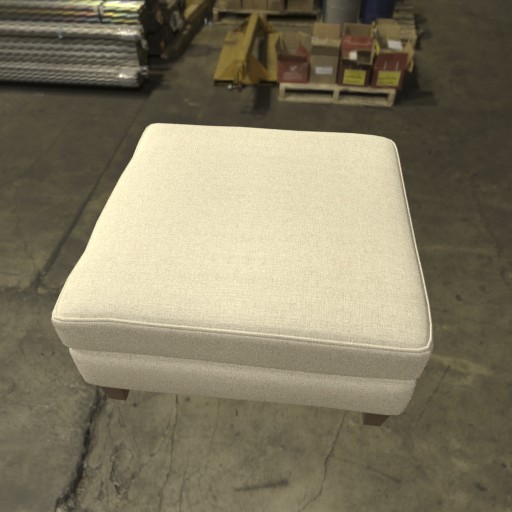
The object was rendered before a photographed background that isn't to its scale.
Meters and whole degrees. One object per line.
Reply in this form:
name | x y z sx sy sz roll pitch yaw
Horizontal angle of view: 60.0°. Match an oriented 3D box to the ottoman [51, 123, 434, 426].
ottoman | 0.000 0.000 1.329 0.838 0.478 0.838 4 47 4
